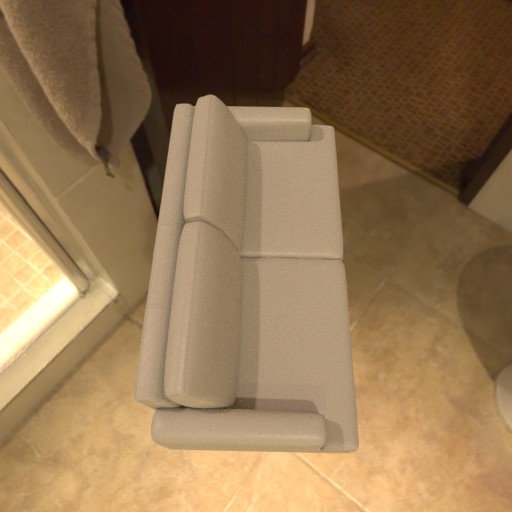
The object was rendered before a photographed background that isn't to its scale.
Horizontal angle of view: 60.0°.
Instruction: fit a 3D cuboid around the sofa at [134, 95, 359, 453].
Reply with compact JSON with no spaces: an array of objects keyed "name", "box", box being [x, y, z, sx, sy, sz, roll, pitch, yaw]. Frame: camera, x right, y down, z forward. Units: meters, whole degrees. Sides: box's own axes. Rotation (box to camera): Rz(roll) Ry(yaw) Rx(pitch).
[{"name":"sofa","box":[0.000,0.000,2.409,0.974,0.765,1.940,1,63,1]}]
